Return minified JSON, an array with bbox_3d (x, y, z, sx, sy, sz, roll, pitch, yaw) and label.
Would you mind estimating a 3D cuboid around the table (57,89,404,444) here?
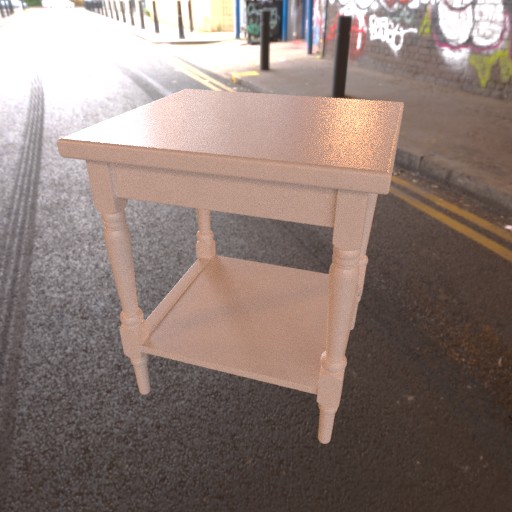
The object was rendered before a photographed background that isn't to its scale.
[{"bbox_3d":[0.000,0.000,0.923,0.488,0.565,0.442,9,32,15],"label":"table"}]
